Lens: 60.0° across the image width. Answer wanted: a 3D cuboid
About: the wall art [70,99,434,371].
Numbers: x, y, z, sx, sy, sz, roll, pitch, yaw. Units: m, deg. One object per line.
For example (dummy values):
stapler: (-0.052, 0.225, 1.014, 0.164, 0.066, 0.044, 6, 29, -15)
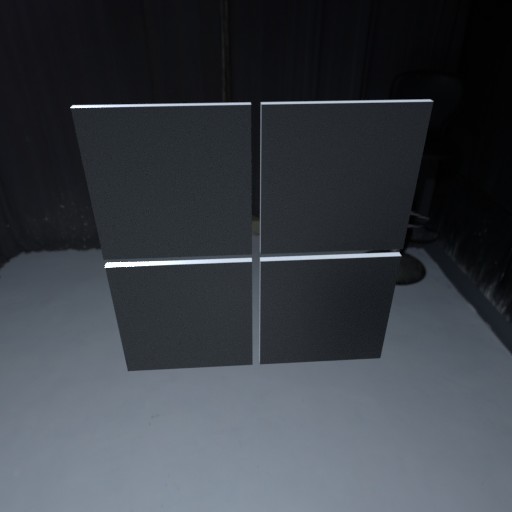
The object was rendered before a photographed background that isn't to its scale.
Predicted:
wall art: (0.000, 0.000, 1.673, 1.118, 1.118, 0.029, -2, 32, -3)
